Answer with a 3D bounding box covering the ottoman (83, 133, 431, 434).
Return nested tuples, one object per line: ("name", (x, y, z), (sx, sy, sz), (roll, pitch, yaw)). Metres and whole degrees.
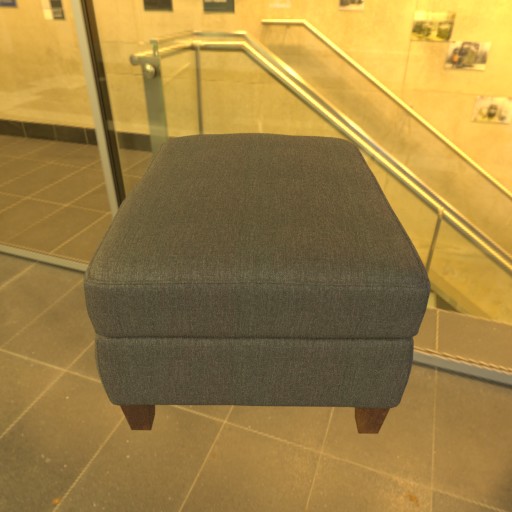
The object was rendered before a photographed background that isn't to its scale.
("ottoman", (0.000, 0.000, 1.195), (0.639, 0.496, 0.826), (0, 32, 1))
